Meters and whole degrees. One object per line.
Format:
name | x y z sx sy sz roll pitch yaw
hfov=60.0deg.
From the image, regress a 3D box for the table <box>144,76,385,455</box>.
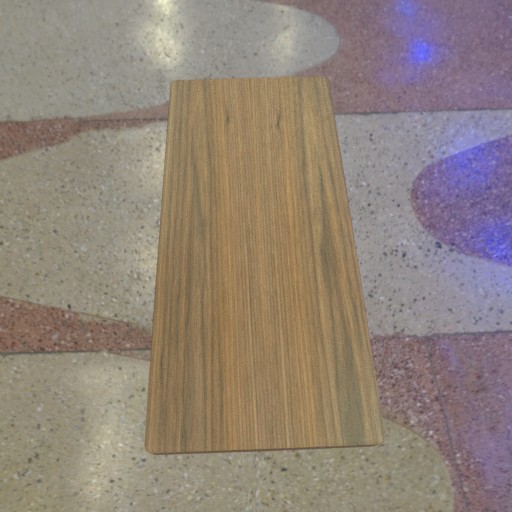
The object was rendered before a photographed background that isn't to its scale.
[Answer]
table | 0.000 0.000 1.676 0.637 0.468 1.375 -2 63 -1
